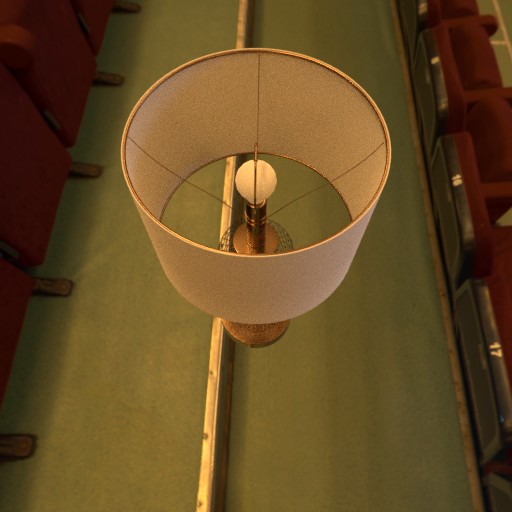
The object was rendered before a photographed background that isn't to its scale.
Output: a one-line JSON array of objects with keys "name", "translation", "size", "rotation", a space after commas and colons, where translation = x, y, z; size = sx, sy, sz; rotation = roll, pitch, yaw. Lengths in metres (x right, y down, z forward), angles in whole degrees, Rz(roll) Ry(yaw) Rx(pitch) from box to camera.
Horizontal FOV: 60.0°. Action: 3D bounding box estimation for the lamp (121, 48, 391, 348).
[{"name": "lamp", "translation": [0.000, 0.000, 0.631], "size": [0.252, 0.483, 0.252], "rotation": [1, 63, 1]}]
